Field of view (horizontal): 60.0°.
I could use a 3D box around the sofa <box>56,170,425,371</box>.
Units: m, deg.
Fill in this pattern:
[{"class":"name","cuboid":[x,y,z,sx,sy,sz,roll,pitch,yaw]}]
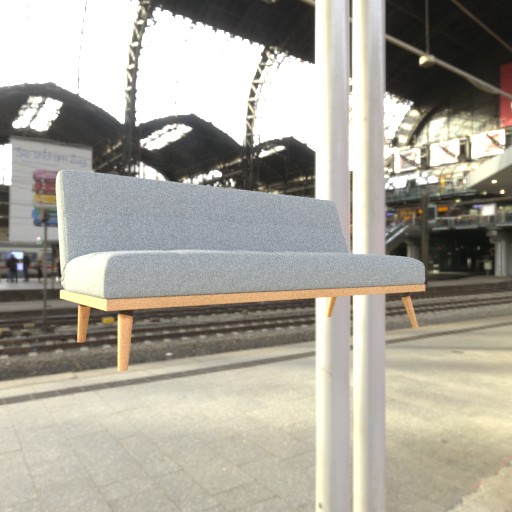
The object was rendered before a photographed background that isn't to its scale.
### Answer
[{"class":"sofa","cuboid":[0.000,0.000,2.304,1.820,0.800,0.800,1,-1,-36]}]
